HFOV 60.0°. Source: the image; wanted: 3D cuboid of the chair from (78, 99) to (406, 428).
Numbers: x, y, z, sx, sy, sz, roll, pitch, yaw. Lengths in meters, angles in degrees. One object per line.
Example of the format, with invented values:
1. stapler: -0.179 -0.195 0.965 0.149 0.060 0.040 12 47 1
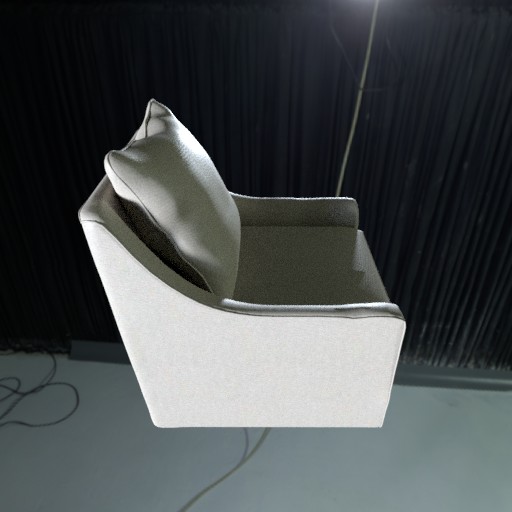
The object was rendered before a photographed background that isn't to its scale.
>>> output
1. chair: 0.000 0.000 1.559 0.876 0.942 0.760 0 33 0
